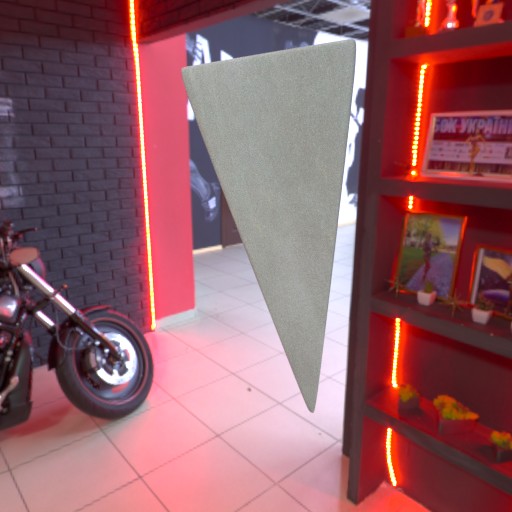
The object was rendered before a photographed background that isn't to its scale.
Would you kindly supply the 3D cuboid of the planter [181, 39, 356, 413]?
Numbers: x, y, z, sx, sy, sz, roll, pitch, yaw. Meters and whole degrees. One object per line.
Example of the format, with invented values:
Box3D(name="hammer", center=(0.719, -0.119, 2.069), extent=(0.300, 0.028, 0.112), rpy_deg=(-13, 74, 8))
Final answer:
Box3D(name="planter", center=(0.000, 0.000, 0.156), extent=(0.047, 0.130, 0.058), rpy_deg=(-2, 15, -8))
